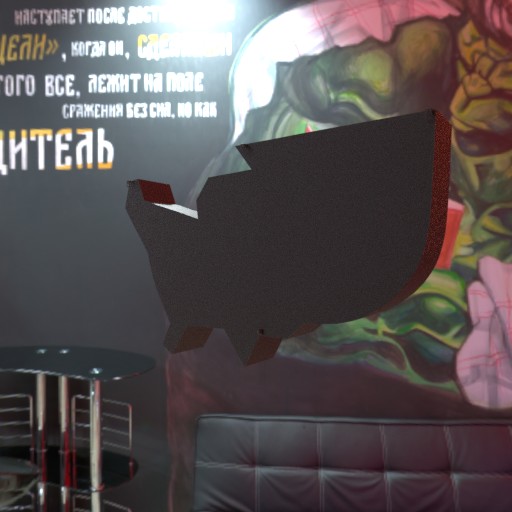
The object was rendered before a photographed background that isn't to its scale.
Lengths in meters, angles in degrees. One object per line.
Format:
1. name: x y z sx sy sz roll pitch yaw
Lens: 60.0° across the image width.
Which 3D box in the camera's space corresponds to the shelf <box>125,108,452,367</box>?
1. shelf: 0.000 0.000 0.910 0.729 0.439 0.112 0 0 36
